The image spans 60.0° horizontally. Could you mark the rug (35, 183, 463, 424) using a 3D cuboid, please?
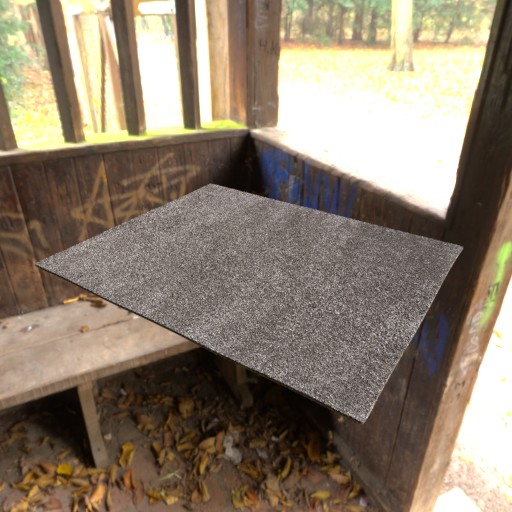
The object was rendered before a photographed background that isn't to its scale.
[{"bbox_3d":[0.000,0.000,3.957,3.000,0.025,2.401,18,34,29],"label":"rug"}]
